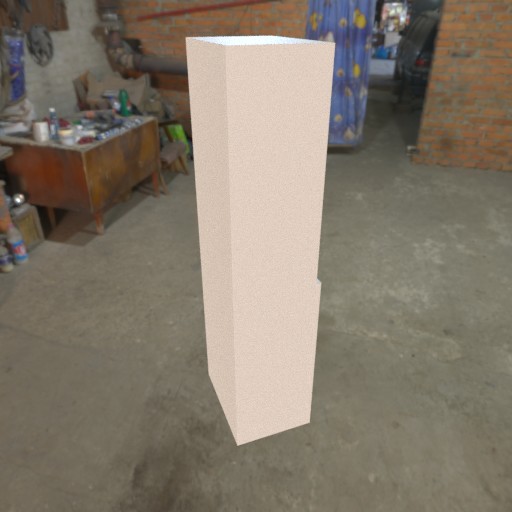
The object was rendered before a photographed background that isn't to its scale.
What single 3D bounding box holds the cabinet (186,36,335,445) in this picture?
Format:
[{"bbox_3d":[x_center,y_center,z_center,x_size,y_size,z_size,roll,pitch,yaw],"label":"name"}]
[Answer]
[{"bbox_3d":[0.000,0.000,1.537,0.300,1.350,0.400,-10,30,-18],"label":"cabinet"}]
